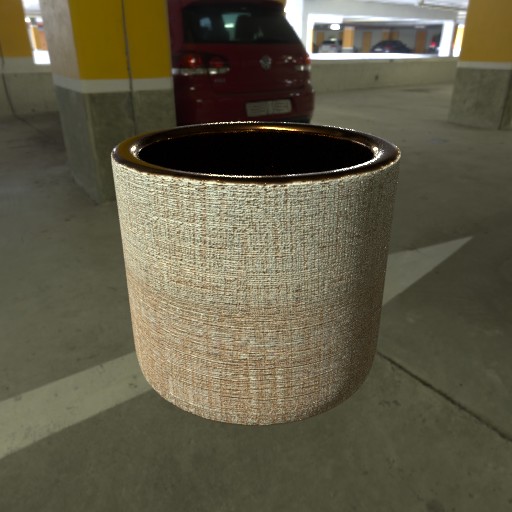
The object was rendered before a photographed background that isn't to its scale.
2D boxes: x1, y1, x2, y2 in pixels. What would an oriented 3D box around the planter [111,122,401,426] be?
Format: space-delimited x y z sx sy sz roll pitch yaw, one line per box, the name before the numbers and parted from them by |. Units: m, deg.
planter | 0.000 0.000 0.310 0.177 0.157 0.177 0 25 0
